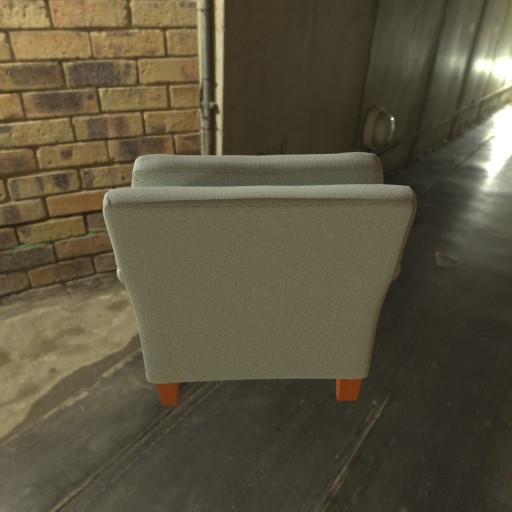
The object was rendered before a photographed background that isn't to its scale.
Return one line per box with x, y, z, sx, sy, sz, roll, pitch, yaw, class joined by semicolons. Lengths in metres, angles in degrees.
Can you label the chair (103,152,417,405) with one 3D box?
0.000;0.000;1.895;0.955;1.038;1.070;-1;29;-2;chair
